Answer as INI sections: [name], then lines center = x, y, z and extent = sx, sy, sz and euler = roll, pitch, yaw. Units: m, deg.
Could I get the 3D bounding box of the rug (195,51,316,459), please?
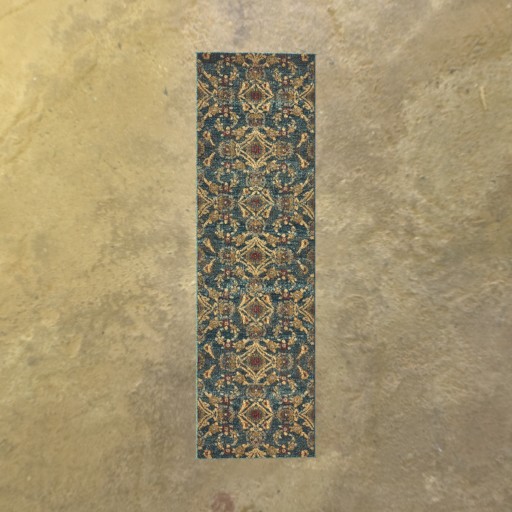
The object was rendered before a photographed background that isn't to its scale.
[rug]
center = 0.000, 0.000, 2.500
extent = 0.685, 0.014, 2.292
euler = 0, 90, -2
